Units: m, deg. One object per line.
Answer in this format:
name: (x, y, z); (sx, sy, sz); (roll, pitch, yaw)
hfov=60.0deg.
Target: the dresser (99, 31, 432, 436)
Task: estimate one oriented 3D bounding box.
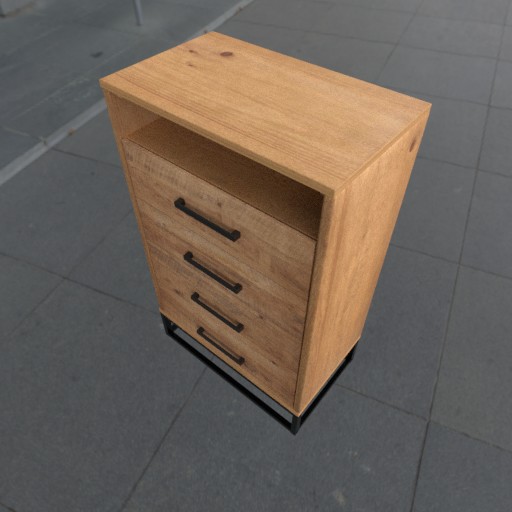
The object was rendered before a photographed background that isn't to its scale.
dresser: (0.000, 0.000, 1.603); (0.761, 1.240, 0.479); (31, 54, 26)
